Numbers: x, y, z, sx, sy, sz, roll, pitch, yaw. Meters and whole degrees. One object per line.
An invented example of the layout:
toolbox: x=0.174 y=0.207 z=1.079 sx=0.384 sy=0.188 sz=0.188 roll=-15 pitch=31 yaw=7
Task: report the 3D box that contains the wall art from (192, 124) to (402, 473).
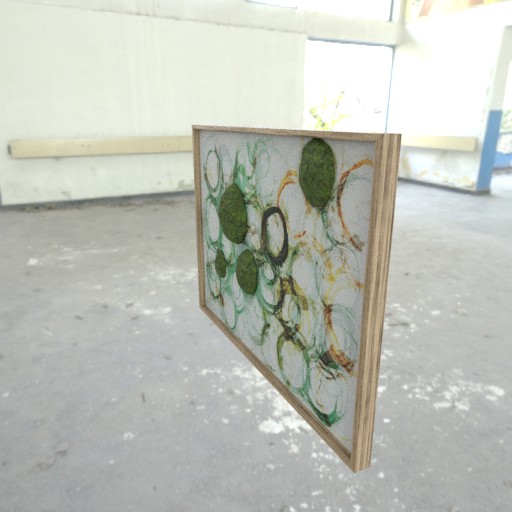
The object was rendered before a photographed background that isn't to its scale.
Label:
wall art: x=0.000 y=0.000 z=1.095 sx=0.063 sy=0.609 sz=0.841 roll=-9 pitch=19 yaw=-25
